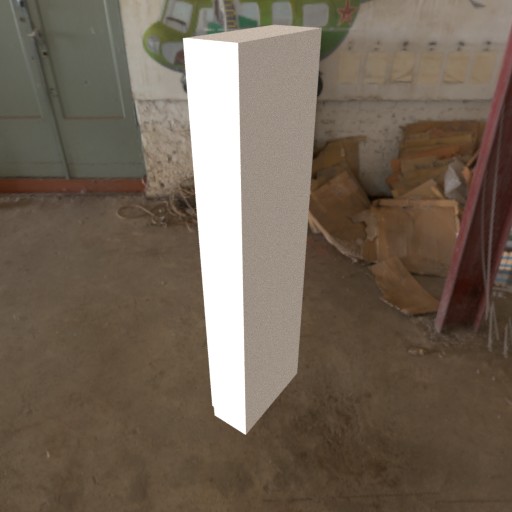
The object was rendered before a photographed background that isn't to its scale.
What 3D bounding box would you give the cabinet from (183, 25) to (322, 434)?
[{"bbox_3d":[0.000,0.000,1.977,0.230,1.790,0.500,21,38,29],"label":"cabinet"}]
